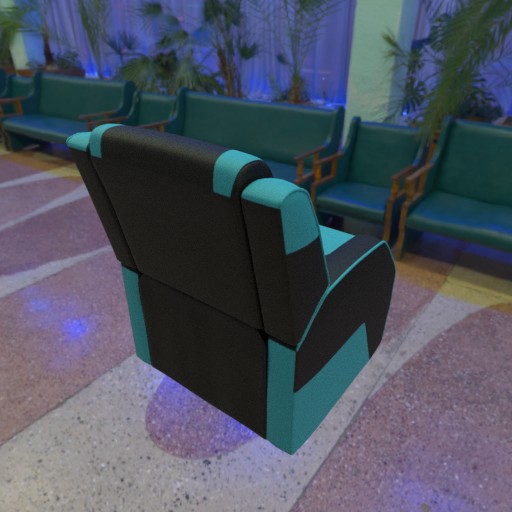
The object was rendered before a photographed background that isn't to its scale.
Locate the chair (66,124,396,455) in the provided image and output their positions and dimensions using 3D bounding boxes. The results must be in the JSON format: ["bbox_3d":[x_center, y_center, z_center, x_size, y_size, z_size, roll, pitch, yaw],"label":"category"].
[{"bbox_3d":[0.000,0.000,1.270,0.620,0.805,0.672,21,36,32],"label":"chair"}]
